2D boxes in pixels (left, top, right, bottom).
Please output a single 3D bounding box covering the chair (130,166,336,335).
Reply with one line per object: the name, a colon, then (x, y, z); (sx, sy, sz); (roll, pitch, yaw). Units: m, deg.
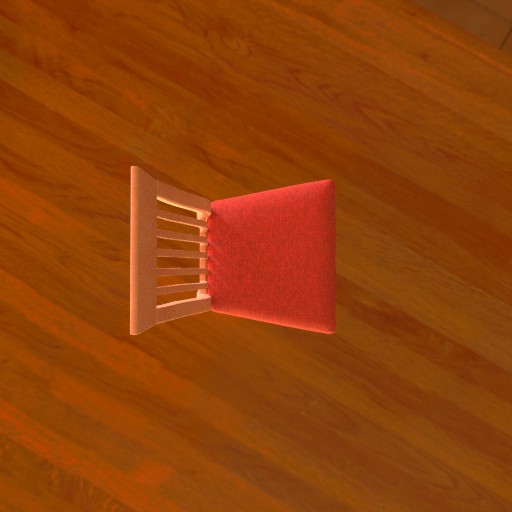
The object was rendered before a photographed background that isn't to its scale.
chair: (0.000, 0.000, 1.265); (0.474, 1.027, 0.460); (0, 89, 1)
